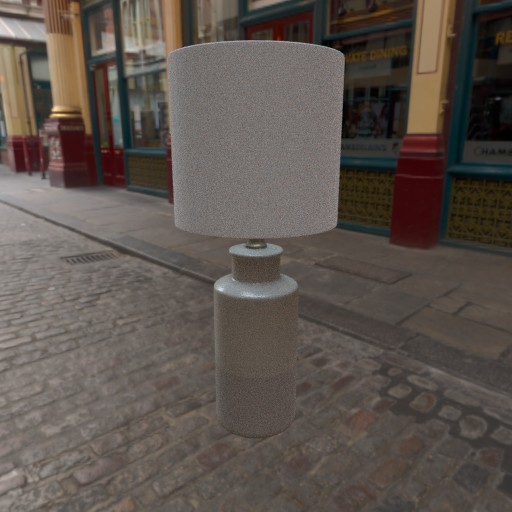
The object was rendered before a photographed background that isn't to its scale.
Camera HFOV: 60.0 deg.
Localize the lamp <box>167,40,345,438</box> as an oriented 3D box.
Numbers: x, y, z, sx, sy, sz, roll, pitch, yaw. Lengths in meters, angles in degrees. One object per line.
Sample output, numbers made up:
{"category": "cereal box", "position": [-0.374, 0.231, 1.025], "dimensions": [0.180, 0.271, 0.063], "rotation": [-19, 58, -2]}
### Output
{"category": "lamp", "position": [0.000, 0.000, 0.600], "dimensions": [0.212, 0.493, 0.212], "rotation": [-14, 20, -42]}
